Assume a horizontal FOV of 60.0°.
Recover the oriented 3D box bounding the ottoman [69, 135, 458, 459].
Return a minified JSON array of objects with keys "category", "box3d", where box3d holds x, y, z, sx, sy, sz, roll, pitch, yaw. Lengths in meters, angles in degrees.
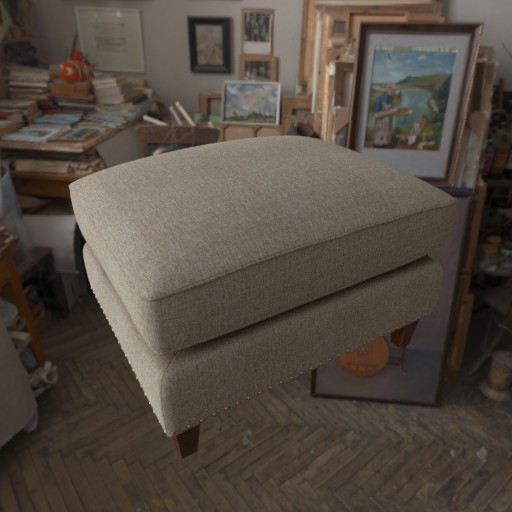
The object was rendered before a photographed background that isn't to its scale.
[{"category":"ottoman","box3d":[0.000,0.000,1.123,0.741,0.513,0.584,-17,35,-27]}]
